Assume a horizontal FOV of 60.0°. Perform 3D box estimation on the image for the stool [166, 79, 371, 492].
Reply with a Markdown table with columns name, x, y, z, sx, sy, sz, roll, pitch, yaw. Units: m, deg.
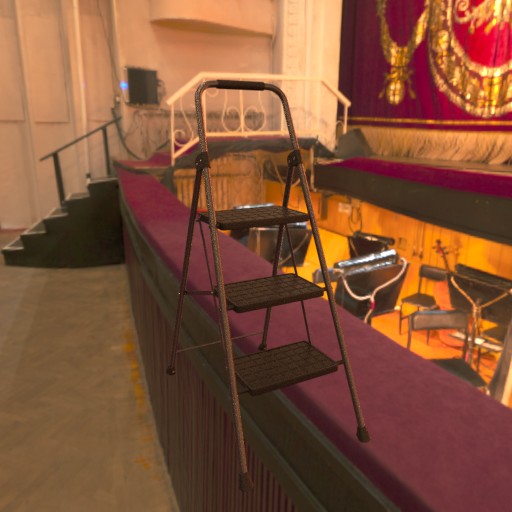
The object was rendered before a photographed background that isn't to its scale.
| name | x | y | z | sx | sy | sz | roll | pitch | yaw |
| --- | --- | --- | --- | --- | --- | --- | --- | --- | --- |
| stool | 0.000 | 0.000 | 1.491 | 0.473 | 1.121 | 0.733 | -8 | 18 | -27 |
